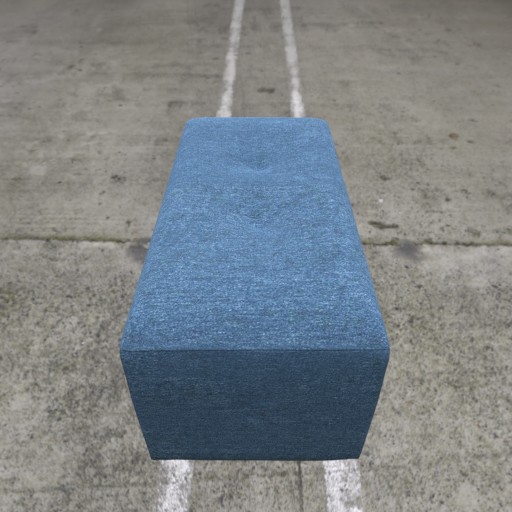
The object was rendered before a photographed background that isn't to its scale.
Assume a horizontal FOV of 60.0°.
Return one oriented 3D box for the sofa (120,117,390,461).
[{"bbox_3d":[0.000,0.000,1.197,0.480,0.470,0.930,0,40,0],"label":"sofa"}]
